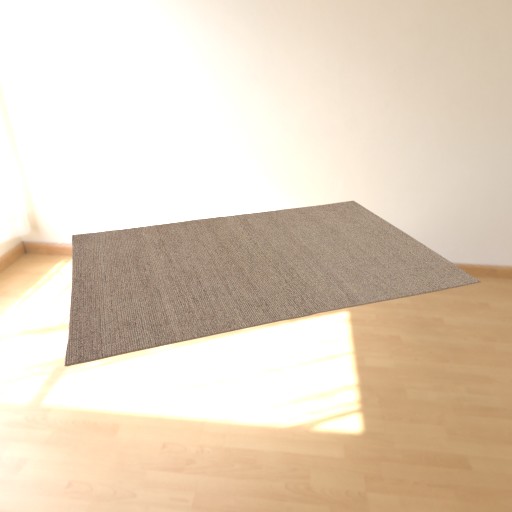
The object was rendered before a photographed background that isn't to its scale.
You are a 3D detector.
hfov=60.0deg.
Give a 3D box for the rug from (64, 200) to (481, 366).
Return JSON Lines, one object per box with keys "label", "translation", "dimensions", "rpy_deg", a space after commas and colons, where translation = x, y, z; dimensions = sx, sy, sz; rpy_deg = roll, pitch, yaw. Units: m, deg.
{"label": "rug", "translation": [0.000, 0.000, 2.253], "dimensions": [1.792, 0.021, 1.154], "rpy_deg": [-9, 28, -17]}
